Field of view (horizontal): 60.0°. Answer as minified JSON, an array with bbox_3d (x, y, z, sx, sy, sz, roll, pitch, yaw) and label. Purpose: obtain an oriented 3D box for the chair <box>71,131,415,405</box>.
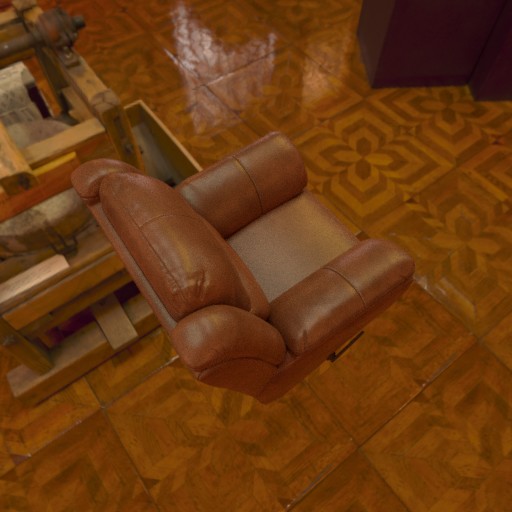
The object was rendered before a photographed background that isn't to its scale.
[{"bbox_3d":[0.000,0.000,1.931,1.041,1.093,0.990,-31,63,-17],"label":"chair"}]
